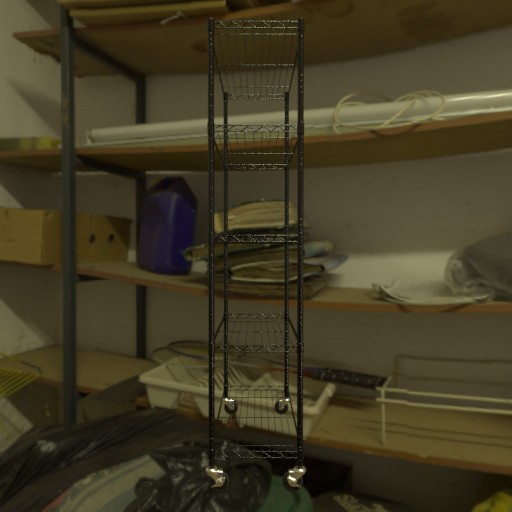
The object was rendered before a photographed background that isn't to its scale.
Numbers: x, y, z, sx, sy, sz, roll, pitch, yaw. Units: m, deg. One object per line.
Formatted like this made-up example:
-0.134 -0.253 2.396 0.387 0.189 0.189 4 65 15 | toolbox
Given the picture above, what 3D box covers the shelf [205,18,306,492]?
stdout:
0.000 0.000 1.907 0.356 1.645 0.762 0 1 0 | shelf
